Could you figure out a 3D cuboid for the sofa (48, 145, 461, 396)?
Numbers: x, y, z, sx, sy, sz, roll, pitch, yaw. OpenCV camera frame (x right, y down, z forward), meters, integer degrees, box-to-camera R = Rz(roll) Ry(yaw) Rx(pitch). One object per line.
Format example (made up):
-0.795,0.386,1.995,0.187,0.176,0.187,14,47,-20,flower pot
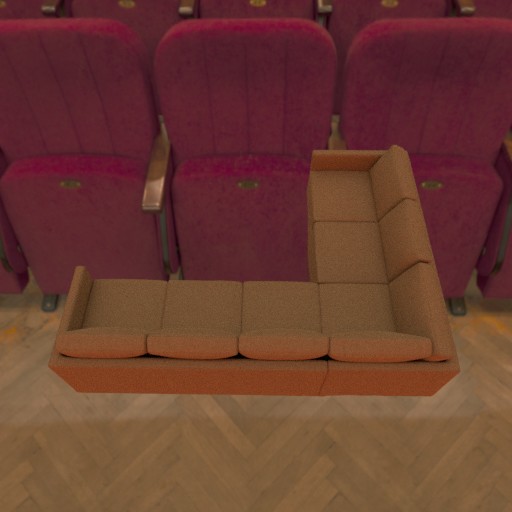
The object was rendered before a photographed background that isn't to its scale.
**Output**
0.000,0.000,4.257,3.182,0.871,2.432,1,56,1,sofa
